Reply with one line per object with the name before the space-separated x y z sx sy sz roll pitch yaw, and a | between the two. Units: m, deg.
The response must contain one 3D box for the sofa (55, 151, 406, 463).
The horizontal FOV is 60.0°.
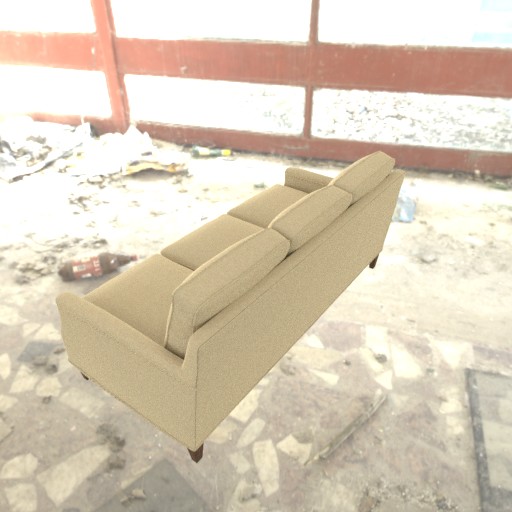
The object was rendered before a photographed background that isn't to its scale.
sofa | 0.000 0.000 2.862 1.084 1.003 2.246 22 39 30
